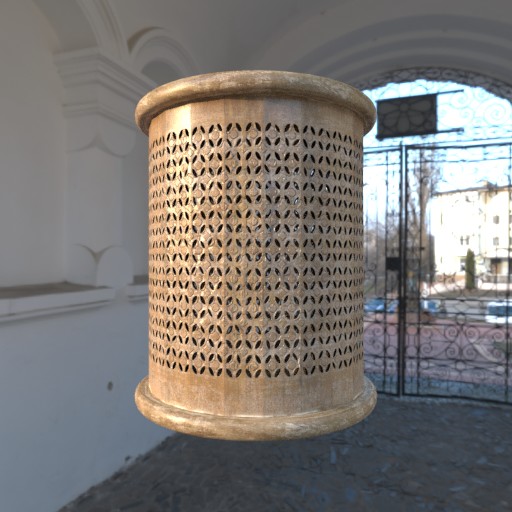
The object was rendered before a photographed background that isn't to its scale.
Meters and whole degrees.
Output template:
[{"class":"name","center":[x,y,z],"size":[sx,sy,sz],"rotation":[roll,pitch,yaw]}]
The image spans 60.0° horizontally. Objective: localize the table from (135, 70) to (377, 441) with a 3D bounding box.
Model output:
[{"class":"table","center":[0.000,0.000,0.772],"size":[0.407,0.482,0.407],"rotation":[0,0,0]}]
